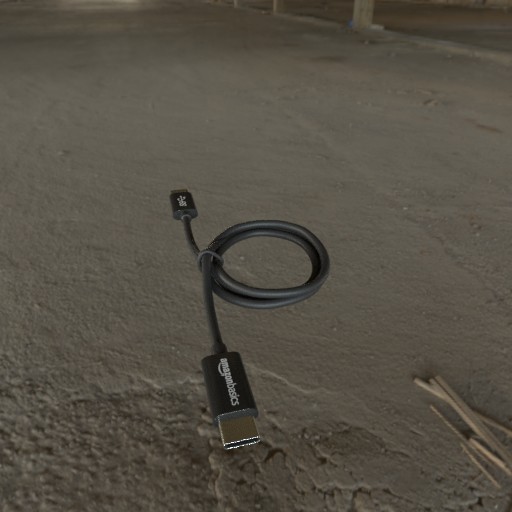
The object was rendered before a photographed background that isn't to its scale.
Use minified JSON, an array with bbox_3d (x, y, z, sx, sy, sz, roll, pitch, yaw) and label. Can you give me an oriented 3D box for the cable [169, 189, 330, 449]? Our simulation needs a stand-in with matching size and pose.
[{"bbox_3d":[0.000,0.000,0.208,0.070,0.014,0.186,-8,33,-12],"label":"cable"}]
